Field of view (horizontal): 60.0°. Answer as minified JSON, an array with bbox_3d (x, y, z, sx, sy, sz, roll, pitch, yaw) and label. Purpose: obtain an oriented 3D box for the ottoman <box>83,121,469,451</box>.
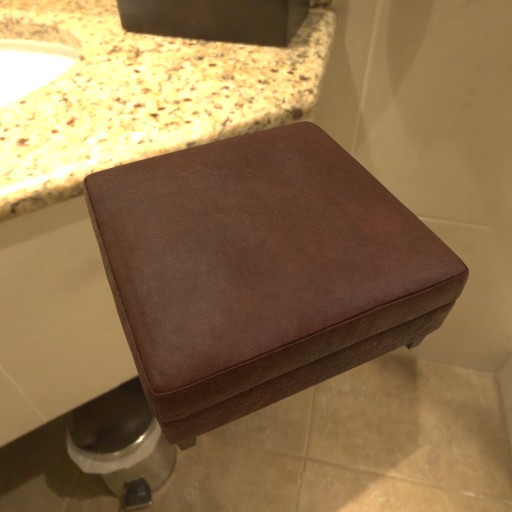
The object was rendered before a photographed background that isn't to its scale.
[{"bbox_3d":[0.000,0.000,1.337,0.844,0.415,0.836,-18,49,-17],"label":"ottoman"}]
